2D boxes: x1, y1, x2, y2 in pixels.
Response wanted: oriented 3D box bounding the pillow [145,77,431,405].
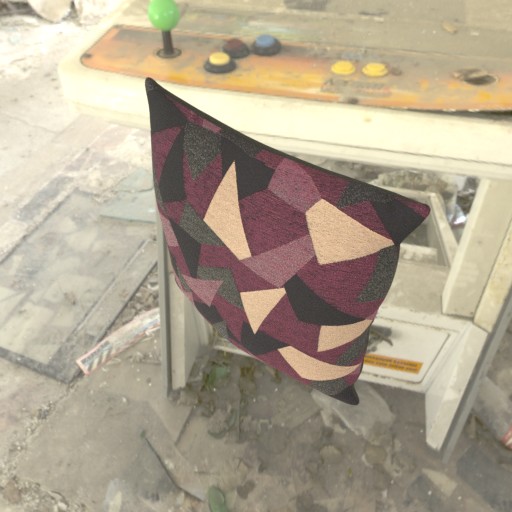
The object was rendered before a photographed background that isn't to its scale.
[{"bbox_3d":[0.000,0.000,0.777,0.503,0.496,0.208,31,54,26],"label":"pillow"}]
